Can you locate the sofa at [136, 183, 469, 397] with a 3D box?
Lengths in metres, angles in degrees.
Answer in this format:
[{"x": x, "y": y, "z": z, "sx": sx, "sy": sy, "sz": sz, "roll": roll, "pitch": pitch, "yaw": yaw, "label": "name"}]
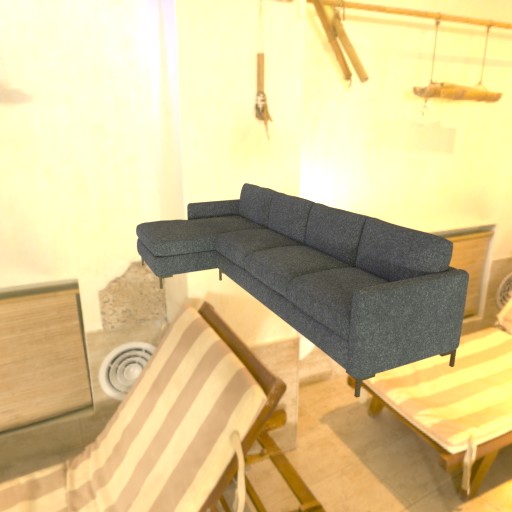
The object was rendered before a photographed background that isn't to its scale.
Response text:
[{"x": 0.000, "y": 0.000, "z": 3.553, "sx": 1.350, "sy": 0.810, "sz": 2.932, "roll": -8, "pitch": 19, "yaw": -25, "label": "sofa"}]
